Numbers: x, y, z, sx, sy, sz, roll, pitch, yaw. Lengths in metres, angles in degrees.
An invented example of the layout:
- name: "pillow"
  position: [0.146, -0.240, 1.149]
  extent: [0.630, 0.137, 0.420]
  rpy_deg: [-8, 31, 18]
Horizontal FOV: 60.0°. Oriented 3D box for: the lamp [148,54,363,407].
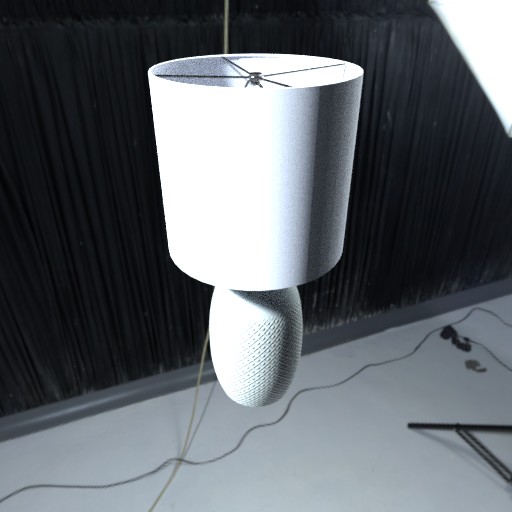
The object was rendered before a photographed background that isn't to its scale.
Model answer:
- name: "lamp"
  position: [0.000, 0.000, 0.573]
  extent: [0.217, 0.453, 0.217]
  rpy_deg: [-11, 33, -18]
